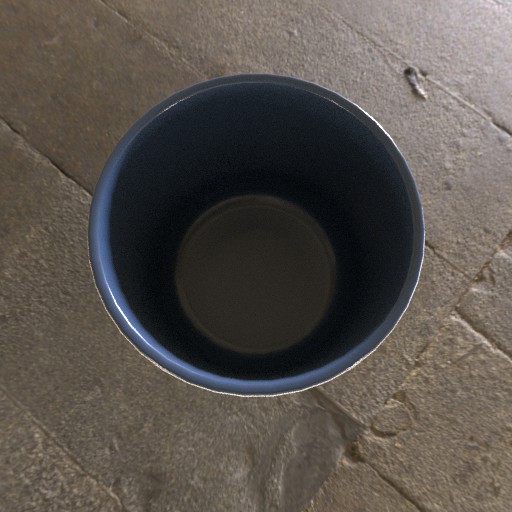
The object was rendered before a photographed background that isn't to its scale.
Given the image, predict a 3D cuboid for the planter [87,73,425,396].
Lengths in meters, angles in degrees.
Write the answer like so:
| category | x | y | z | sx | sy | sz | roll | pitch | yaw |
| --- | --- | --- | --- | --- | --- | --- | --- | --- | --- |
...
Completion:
| category | x | y | z | sx | sy | sz | roll | pitch | yaw |
| --- | --- | --- | --- | --- | --- | --- | --- | --- | --- |
| planter | 0.000 | 0.000 | 0.276 | 0.159 | 0.144 | 0.159 | 0 | 76 | 0 |
